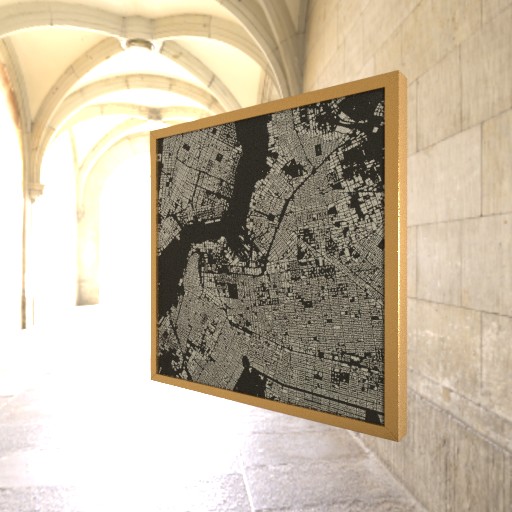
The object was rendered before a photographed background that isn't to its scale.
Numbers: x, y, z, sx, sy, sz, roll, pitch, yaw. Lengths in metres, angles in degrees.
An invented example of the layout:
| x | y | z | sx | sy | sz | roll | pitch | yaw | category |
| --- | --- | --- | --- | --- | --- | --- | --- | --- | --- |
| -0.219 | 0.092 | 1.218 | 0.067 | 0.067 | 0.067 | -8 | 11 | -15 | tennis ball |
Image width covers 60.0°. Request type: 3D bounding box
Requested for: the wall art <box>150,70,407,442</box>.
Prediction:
| x | y | z | sx | sy | sz | roll | pitch | yaw | category |
| --- | --- | --- | --- | --- | --- | --- | --- | --- | --- |
| 0.000 | 0.000 | 0.462 | 0.305 | 0.305 | 0.023 | 0 | 0 | 36 | wall art |
